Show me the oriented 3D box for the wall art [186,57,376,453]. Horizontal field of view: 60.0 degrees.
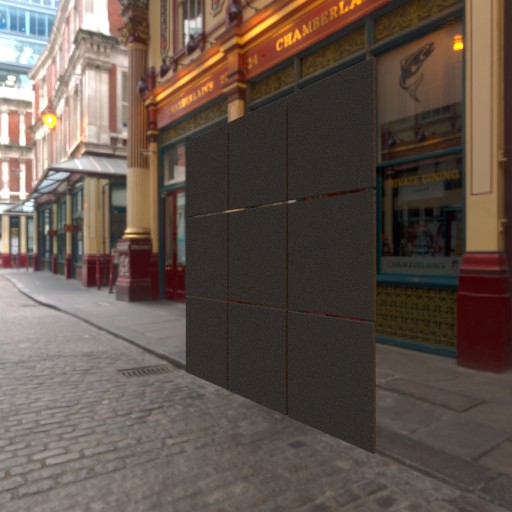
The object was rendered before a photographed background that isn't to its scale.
[{"bbox_3d":[0.000,0.000,2.315,0.017,1.521,1.527,0,-1,-37],"label":"wall art"}]
